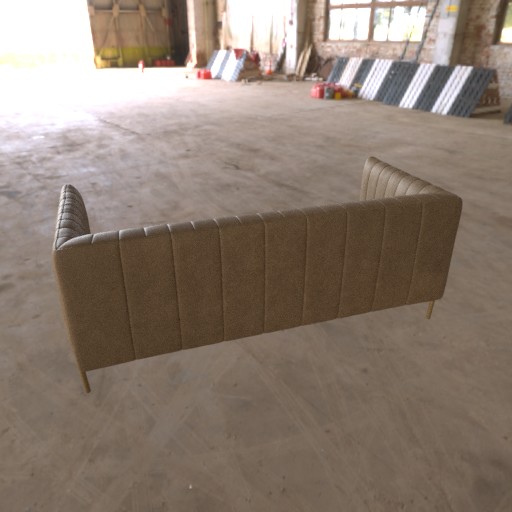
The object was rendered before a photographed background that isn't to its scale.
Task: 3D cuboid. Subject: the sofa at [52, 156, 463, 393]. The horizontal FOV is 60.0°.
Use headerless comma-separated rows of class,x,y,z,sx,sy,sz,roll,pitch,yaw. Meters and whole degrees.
sofa,0.000,0.000,2.459,1.980,0.779,0.876,-9,28,-16
